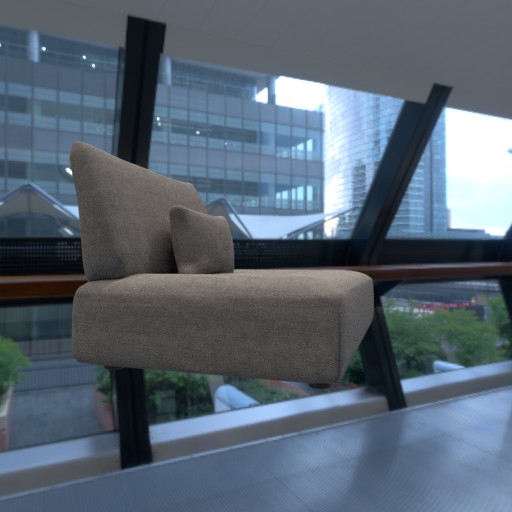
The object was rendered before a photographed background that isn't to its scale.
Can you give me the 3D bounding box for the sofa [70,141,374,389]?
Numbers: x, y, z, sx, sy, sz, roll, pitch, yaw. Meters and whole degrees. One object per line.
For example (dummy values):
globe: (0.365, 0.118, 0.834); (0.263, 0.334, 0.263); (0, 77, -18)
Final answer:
sofa: (0.000, 0.000, 2.094); (1.002, 0.820, 1.450); (0, -1, 18)
